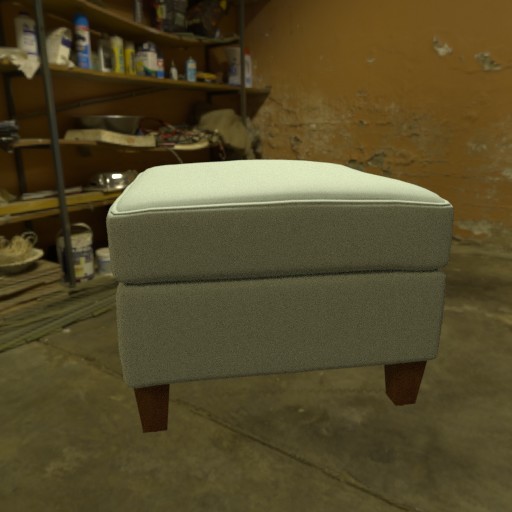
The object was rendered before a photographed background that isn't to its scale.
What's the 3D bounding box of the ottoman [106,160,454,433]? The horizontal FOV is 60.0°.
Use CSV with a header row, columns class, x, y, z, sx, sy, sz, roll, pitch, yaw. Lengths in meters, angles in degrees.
class,x,y,z,sx,sy,sz,roll,pitch,yaw
ottoman,0.000,0.000,1.178,0.634,0.496,0.818,-3,16,-9
